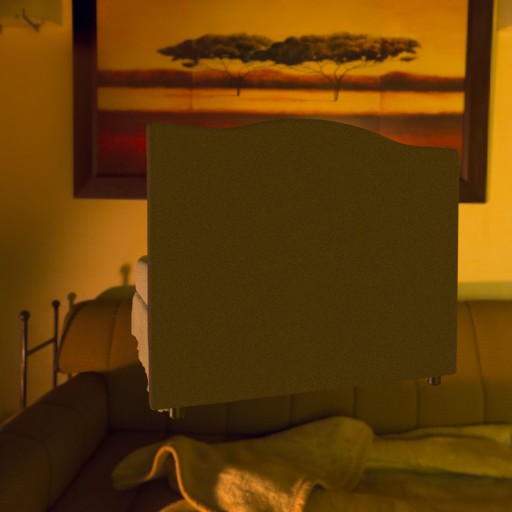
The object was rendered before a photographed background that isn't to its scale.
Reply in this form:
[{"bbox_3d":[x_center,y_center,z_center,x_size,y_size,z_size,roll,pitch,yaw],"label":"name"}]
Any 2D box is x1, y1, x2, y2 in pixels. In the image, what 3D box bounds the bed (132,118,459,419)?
[{"bbox_3d":[0.000,0.000,3.105,1.666,1.387,2.036,-1,2,-19],"label":"bed"}]
